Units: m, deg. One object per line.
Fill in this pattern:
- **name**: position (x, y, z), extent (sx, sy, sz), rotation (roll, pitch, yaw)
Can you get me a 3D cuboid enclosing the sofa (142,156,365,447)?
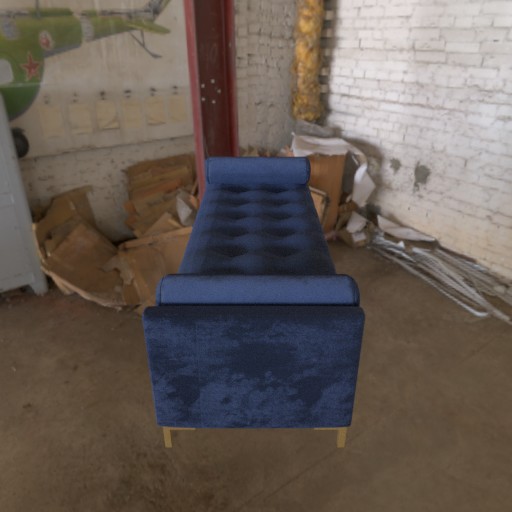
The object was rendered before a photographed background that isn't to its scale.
- **sofa**: position (0.000, 0.000, 2.563), extent (0.796, 0.705, 2.102), rotation (0, 27, 0)
